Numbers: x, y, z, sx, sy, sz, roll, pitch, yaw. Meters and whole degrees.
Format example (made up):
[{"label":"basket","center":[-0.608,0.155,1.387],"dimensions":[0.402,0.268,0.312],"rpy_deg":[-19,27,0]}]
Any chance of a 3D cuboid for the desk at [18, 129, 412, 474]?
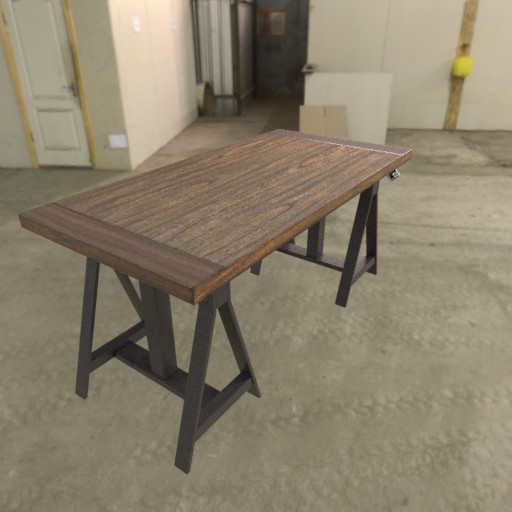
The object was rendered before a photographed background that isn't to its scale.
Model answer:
[{"label":"desk","center":[0.000,0.000,1.935],"dimensions":[0.784,0.725,1.543],"rpy_deg":[19,34,31]}]
